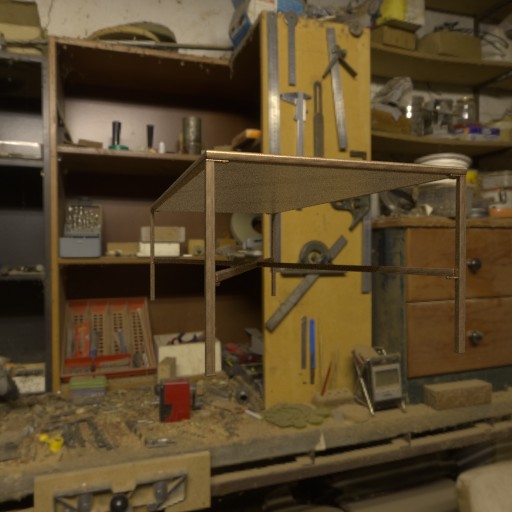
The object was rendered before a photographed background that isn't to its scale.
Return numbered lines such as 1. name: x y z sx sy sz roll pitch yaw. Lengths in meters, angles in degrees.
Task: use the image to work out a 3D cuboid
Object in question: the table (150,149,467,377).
1. table: 0.000 0.000 1.446 0.577 0.405 1.197 0 1 -18
